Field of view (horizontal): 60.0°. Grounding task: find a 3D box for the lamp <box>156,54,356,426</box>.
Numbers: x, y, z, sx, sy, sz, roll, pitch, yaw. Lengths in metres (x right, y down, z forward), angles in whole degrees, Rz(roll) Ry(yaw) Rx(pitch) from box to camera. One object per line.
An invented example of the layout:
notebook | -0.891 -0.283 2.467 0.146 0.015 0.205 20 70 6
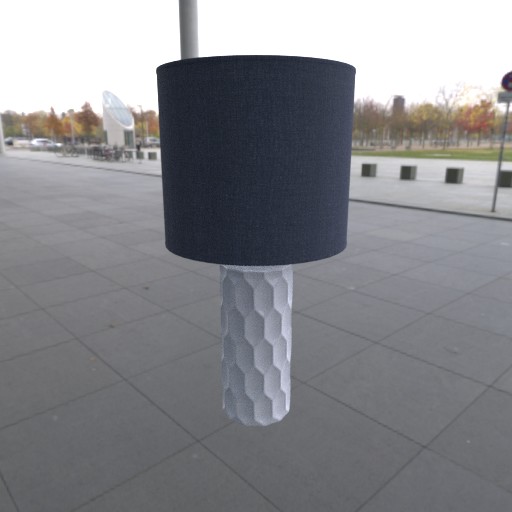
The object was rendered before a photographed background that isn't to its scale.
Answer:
lamp | 0.000 0.000 0.694 0.277 0.537 0.277 -8 17 -26
